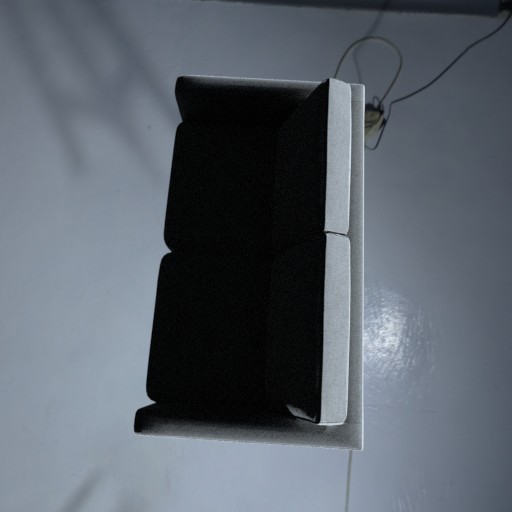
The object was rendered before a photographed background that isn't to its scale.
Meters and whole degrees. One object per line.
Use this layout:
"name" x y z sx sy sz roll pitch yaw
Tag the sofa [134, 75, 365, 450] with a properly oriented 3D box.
"sofa" 0.000 0.000 2.294 1.000 0.900 1.731 3 76 1
